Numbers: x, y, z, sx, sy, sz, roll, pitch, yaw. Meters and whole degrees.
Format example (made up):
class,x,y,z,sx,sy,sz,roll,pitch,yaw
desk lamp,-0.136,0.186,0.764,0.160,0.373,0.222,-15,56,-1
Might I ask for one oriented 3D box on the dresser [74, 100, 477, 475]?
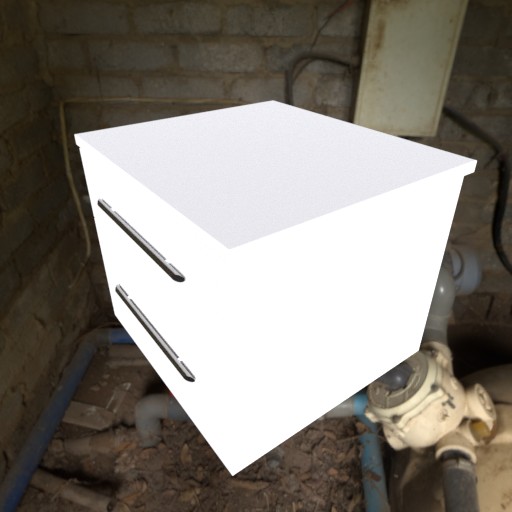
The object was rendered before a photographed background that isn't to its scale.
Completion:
class,x,y,z,sx,sy,sz,roll,pitch,yaw
dresser,0.000,0.000,0.718,0.400,0.360,0.430,-21,37,-30
